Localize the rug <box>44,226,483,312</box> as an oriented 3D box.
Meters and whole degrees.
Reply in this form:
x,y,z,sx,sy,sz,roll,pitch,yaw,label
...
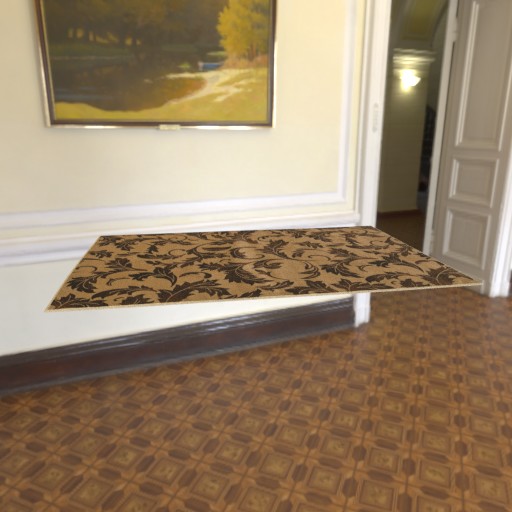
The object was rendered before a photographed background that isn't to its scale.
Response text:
x,y,z,sx,sy,sz,roll,pitch,yaw,label
0.000,0.000,2.962,2.284,0.008,1.522,-3,17,-9,rug
